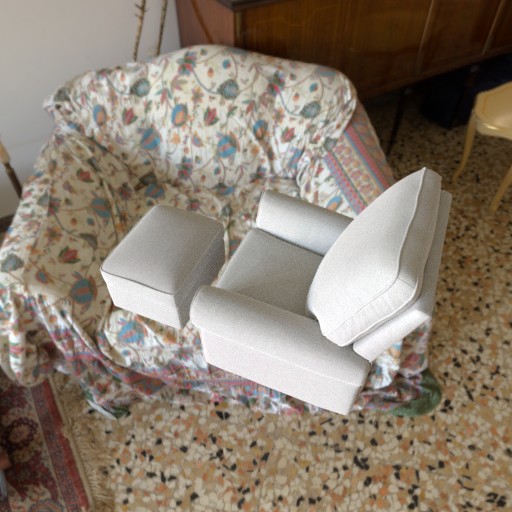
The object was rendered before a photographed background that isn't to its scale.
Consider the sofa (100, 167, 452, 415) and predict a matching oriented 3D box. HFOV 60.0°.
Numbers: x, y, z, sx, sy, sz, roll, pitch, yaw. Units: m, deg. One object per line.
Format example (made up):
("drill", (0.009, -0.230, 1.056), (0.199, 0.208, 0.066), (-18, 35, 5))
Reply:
("sofa", (0.000, 0.000, 2.065), (1.478, 0.959, 0.880), (17, 49, 15))
